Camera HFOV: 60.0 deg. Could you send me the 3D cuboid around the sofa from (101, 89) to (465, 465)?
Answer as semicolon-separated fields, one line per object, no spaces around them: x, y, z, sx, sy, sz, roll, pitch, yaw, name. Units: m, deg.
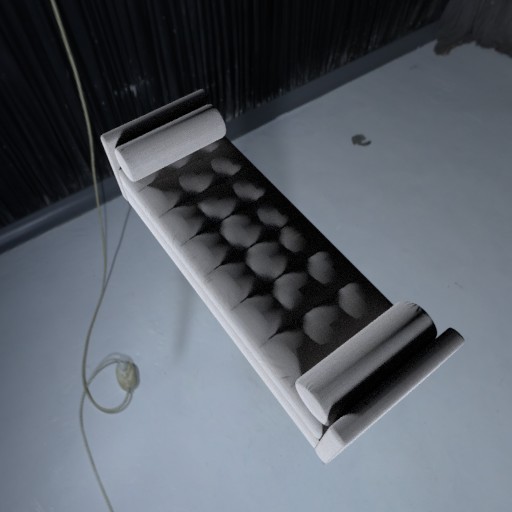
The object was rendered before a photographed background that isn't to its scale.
0.000;0.000;2.372;0.686;0.635;1.981;-32;63;-18;sofa
